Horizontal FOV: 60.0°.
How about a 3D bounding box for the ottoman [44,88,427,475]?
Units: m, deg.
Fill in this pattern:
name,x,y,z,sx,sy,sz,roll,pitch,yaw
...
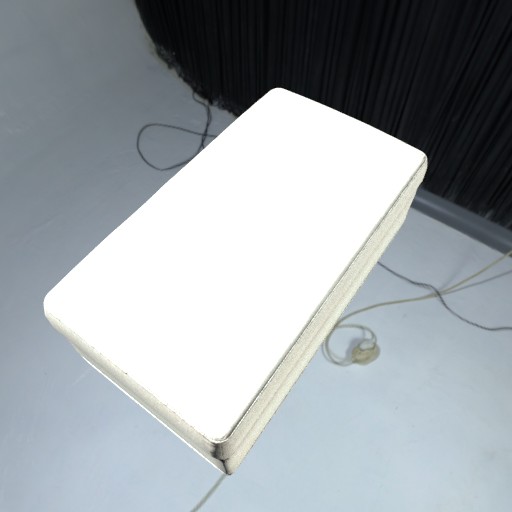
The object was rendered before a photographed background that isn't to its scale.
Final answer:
name,x,y,z,sx,sy,sz,roll,pitch,yaw
ottoman,0.000,0.000,1.416,0.617,0.448,1.097,31,63,18
